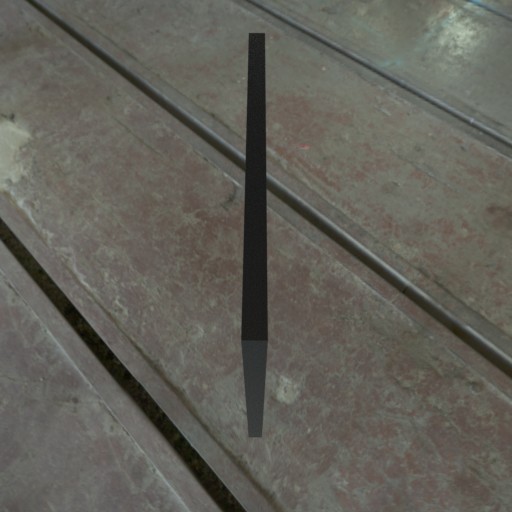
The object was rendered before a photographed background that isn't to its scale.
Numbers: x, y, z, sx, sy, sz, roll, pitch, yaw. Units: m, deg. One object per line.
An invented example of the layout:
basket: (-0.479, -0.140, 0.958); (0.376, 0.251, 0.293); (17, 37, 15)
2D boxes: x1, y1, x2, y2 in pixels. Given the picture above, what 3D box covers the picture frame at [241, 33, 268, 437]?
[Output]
picture frame: (0.000, 0.000, 0.852); (0.029, 0.557, 0.559); (0, 58, 0)
